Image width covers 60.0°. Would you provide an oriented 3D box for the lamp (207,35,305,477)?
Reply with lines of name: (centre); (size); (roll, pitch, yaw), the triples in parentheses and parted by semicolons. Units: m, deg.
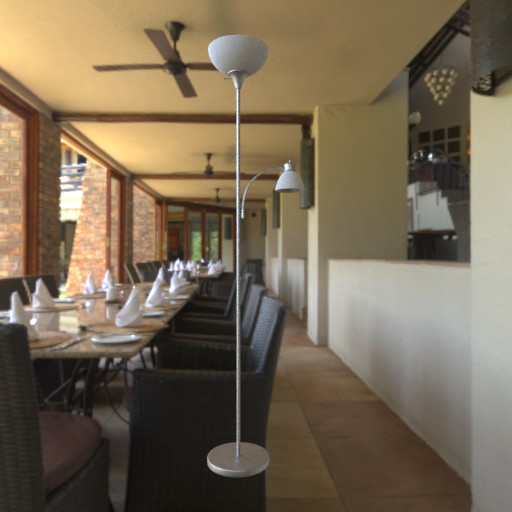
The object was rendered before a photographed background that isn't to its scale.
lamp: (0.000, 0.000, 1.941); (0.425, 1.804, 0.279); (0, 0, 1)
